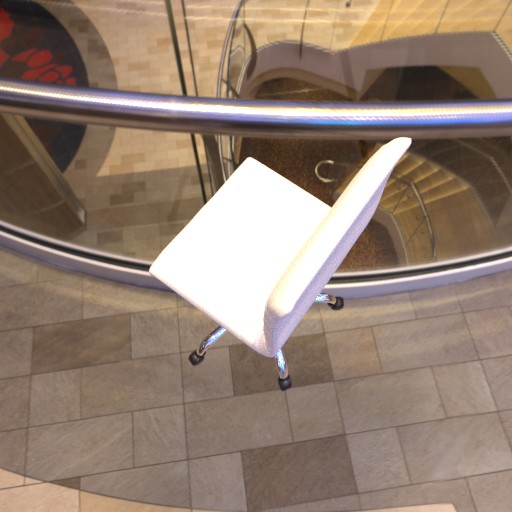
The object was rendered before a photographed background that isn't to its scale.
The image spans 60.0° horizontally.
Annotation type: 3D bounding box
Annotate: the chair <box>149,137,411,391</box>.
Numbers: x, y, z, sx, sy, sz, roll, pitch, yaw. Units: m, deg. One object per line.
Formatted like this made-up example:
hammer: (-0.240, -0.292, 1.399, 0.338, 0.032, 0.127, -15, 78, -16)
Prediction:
chair: (0.000, 0.000, 1.048, 0.455, 0.750, 0.520, 33, 69, 14)
